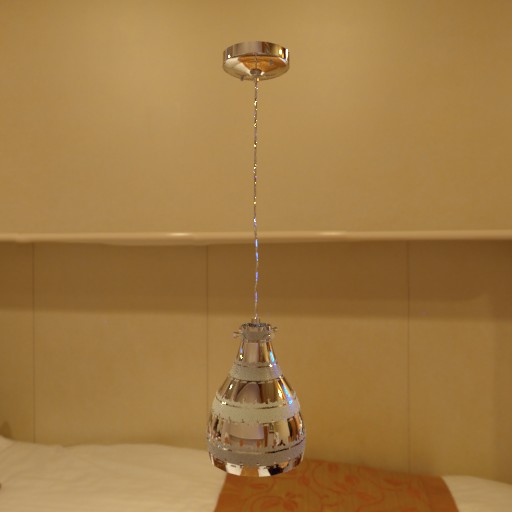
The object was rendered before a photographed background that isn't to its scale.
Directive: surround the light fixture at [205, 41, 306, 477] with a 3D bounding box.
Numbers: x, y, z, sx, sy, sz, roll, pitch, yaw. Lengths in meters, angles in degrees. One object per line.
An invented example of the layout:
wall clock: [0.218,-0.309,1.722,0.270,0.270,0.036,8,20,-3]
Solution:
light fixture: [0.000,0.000,1.634,0.374,1.457,0.374,-1,1,-37]
